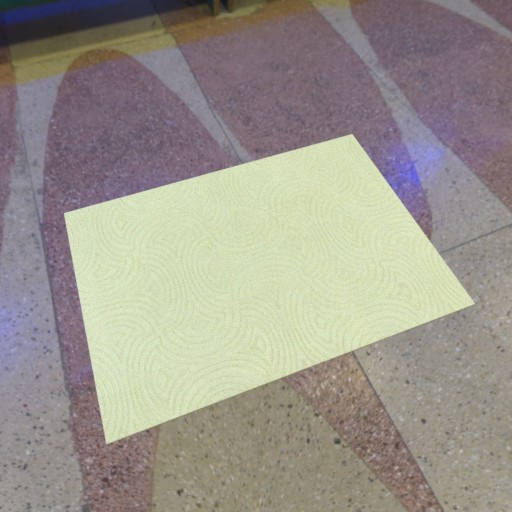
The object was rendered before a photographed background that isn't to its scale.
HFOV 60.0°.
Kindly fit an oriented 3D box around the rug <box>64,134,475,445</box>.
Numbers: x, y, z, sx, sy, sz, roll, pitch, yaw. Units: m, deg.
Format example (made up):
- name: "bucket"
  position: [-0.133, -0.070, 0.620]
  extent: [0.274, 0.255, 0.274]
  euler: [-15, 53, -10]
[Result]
- name: "rug"
  position: [0.000, 0.000, 2.743]
  extent: [2.132, 0.015, 1.526]
  euler: [-18, 59, -11]
